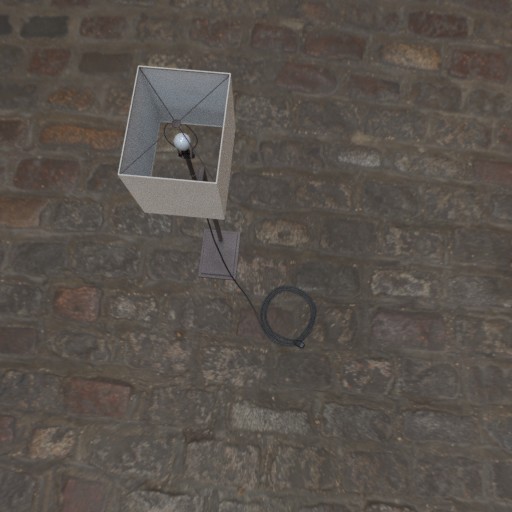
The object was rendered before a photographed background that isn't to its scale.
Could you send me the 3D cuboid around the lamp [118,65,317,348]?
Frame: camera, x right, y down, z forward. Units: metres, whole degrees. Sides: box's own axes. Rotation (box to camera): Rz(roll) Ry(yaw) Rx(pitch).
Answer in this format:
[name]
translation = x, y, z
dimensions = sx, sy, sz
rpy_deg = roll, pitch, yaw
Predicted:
[lamp]
translation = 0.000, 0.000, 2.002
dimensions = 0.774, 1.600, 0.698
rpy_deg = 5, 76, 1
